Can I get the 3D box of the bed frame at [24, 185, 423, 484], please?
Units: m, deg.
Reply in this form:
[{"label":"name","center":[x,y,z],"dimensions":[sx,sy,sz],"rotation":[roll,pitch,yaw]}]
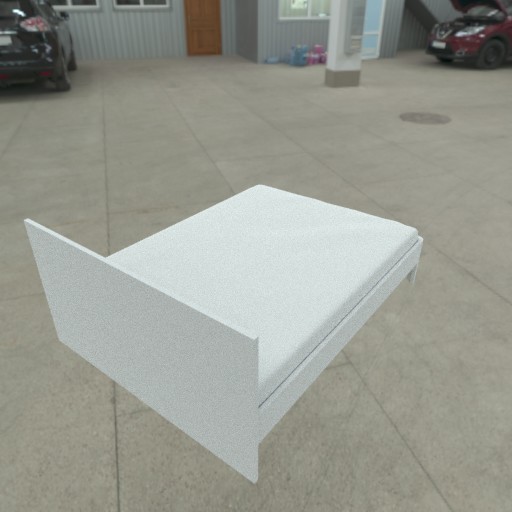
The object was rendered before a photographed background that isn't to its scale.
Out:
[{"label":"bed frame","center":[0.000,0.000,2.737],"dimensions":[1.490,0.800,1.950],"rotation":[21,37,32]}]
